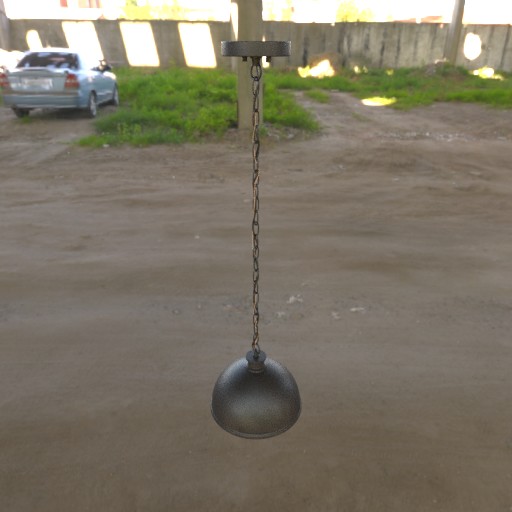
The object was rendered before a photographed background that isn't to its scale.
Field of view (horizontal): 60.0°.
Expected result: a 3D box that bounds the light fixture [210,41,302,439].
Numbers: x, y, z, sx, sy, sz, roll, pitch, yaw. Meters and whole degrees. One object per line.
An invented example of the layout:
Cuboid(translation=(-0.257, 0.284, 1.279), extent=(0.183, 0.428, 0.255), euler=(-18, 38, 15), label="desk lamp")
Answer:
Cuboid(translation=(0.000, 0.000, 1.252), extent=(0.304, 1.090, 0.304), euler=(-18, 30, -33), label="light fixture")
